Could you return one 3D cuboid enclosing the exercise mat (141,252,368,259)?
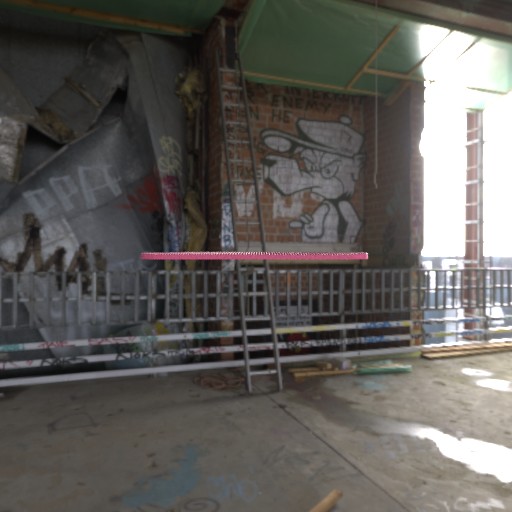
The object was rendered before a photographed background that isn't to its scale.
[{"bbox_3d":[0.000,0.000,2.084,0.616,0.021,1.884,0,0,0],"label":"exercise mat"}]
